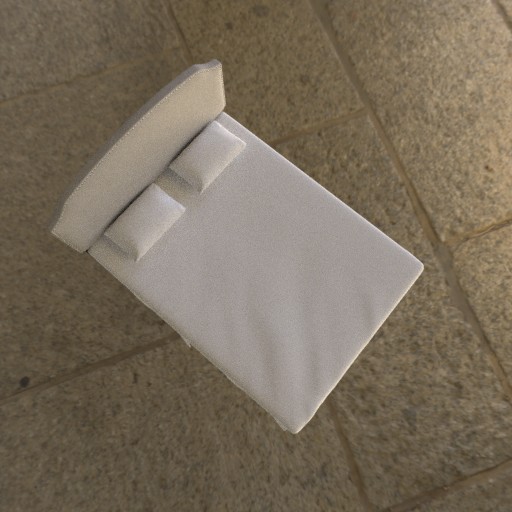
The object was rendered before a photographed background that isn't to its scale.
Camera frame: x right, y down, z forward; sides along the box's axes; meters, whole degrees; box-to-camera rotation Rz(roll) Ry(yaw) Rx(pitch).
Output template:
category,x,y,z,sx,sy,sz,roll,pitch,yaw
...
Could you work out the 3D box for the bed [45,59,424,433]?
category,x,y,z,sx,sy,sz,roll,pitch,yaw
bed,0.000,0.000,3.024,1.999,1.270,1.558,39,79,9
